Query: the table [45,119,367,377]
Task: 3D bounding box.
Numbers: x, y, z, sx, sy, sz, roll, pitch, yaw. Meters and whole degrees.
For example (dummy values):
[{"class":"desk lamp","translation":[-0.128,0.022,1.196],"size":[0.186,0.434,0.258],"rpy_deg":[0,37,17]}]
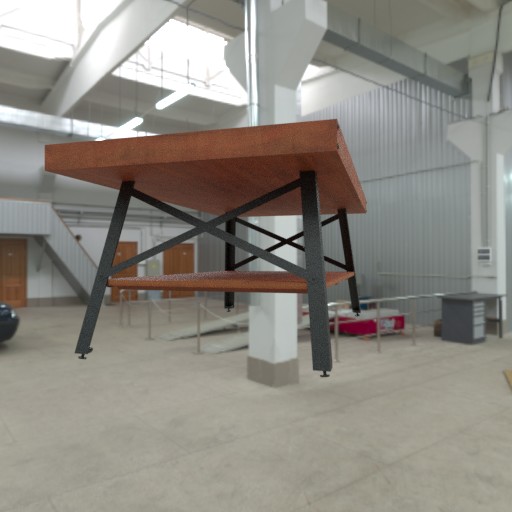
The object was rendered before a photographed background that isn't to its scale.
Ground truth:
[{"class":"table","translation":[0.000,0.000,1.350],"size":[0.610,0.457,1.067],"rpy_deg":[0,-1,17]}]
